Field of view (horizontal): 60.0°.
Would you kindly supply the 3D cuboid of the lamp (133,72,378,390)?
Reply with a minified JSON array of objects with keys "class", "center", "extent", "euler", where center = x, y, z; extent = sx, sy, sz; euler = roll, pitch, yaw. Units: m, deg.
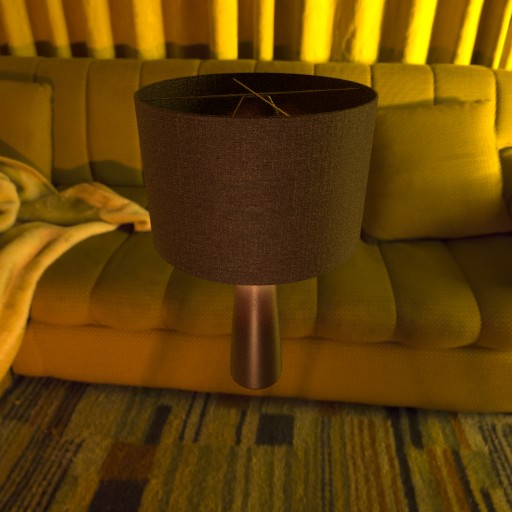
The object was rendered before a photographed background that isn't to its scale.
[{"class":"lamp","center":[0.000,0.000,0.685],"extent":[0.303,0.488,0.303],"euler":[0,30,0]}]
